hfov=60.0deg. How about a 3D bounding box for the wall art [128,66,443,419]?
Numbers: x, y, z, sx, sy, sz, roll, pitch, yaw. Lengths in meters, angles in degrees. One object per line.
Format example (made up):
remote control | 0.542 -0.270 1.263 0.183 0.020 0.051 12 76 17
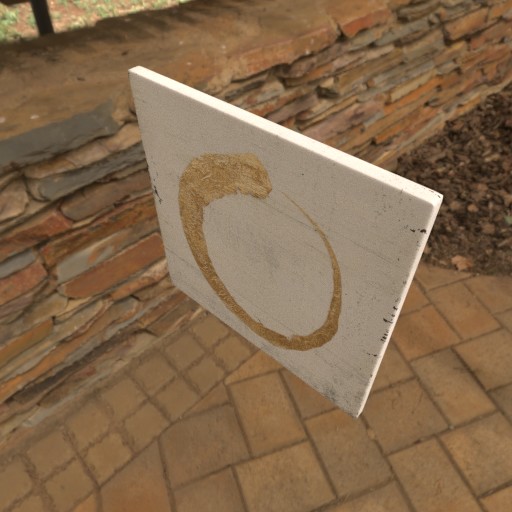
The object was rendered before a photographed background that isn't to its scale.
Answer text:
wall art | 0.000 0.000 1.137 0.762 0.762 0.038 32 53 27
